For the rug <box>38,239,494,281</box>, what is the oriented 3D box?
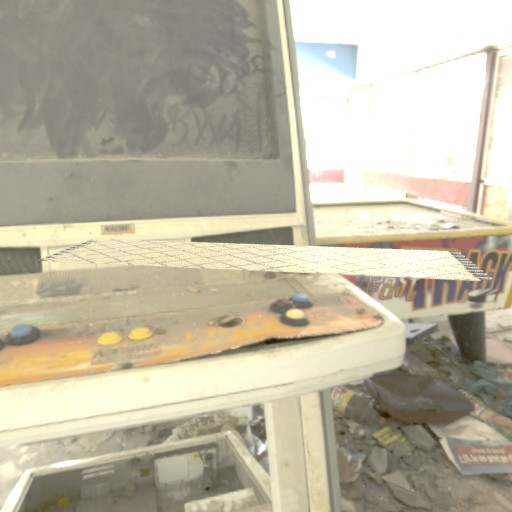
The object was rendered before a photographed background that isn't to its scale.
[{"bbox_3d":[0.000,0.000,2.549,2.372,0.008,0.620,2,14,9],"label":"rug"}]
